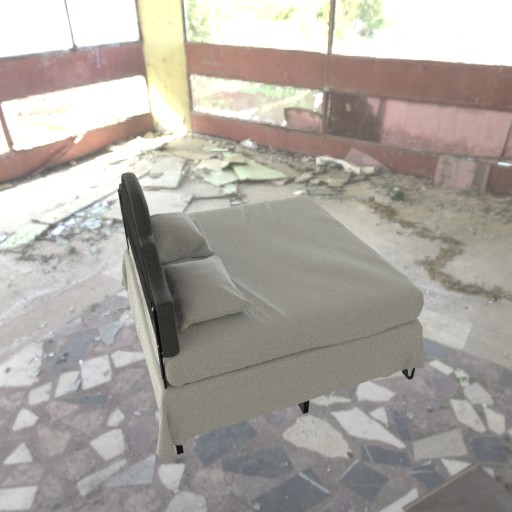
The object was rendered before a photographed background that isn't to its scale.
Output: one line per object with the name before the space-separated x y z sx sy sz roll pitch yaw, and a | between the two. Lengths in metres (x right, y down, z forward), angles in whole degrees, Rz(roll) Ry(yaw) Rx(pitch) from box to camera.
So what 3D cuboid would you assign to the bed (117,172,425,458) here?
bed | 0.000 0.000 3.766 2.222 1.631 2.303 -11 33 -18
